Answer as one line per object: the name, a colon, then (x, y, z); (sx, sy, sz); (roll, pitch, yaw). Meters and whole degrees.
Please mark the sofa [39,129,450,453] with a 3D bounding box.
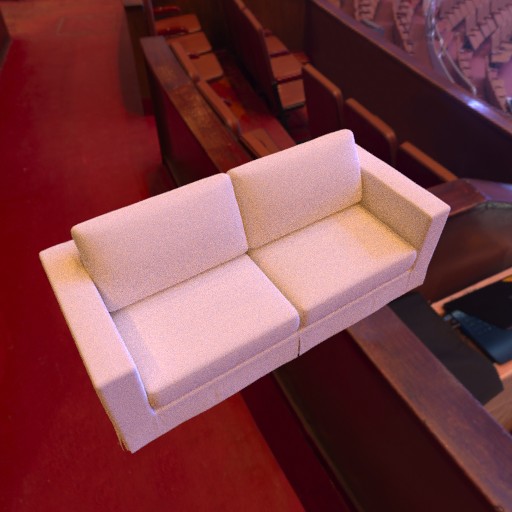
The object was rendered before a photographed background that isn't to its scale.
sofa: (0.000, 0.000, 2.610); (2.163, 0.881, 0.954); (-25, 50, -22)
